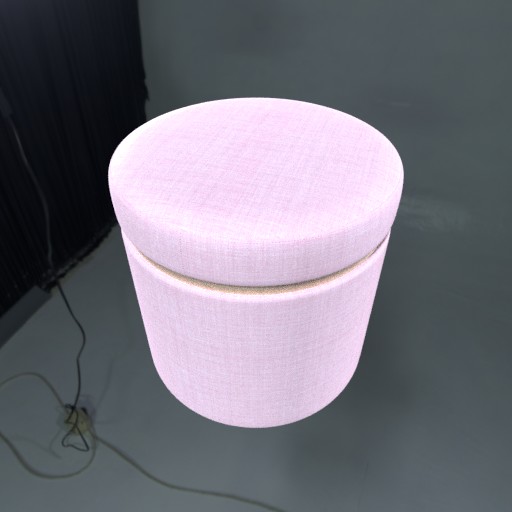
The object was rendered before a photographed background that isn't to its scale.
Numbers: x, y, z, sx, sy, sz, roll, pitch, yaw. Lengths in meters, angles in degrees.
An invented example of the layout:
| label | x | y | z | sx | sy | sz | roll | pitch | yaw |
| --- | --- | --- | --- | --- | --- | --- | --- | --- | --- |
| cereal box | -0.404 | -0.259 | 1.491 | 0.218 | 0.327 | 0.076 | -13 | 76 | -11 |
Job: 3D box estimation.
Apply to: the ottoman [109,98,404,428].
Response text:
| label | x | y | z | sx | sy | sz | roll | pitch | yaw |
| --- | --- | --- | --- | --- | --- | --- | --- | --- | --- |
| ottoman | 0.000 | 0.000 | 0.730 | 0.400 | 0.406 | 0.400 | 0 | 40 | 0 |
